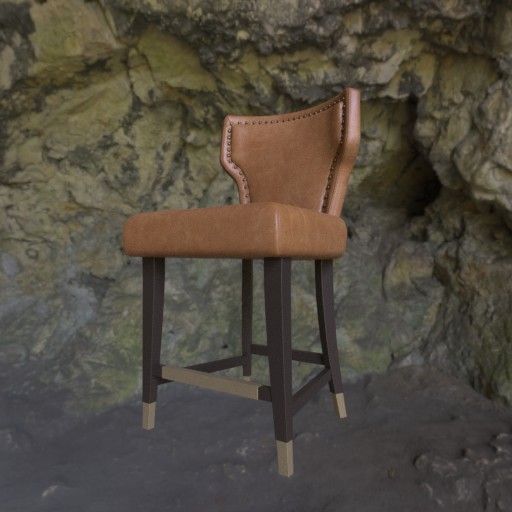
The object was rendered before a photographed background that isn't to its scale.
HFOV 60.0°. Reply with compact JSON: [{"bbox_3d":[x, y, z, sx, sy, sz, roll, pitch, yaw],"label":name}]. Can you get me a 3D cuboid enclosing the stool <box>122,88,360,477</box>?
[{"bbox_3d":[0.000,0.000,1.295,0.526,0.982,0.563,0,0,36],"label":"stool"}]
